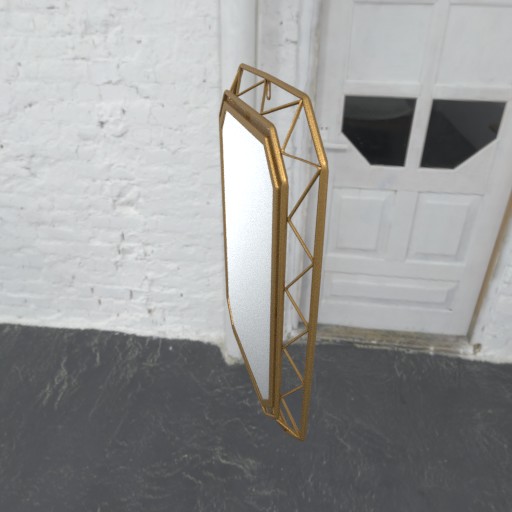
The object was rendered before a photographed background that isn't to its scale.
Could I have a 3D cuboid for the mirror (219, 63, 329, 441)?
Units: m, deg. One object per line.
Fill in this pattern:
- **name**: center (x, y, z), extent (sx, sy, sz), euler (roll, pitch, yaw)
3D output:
- **mirror**: center (0.000, 0.000, 0.737), extent (0.042, 0.566, 0.417), euler (-8, 31, -14)
